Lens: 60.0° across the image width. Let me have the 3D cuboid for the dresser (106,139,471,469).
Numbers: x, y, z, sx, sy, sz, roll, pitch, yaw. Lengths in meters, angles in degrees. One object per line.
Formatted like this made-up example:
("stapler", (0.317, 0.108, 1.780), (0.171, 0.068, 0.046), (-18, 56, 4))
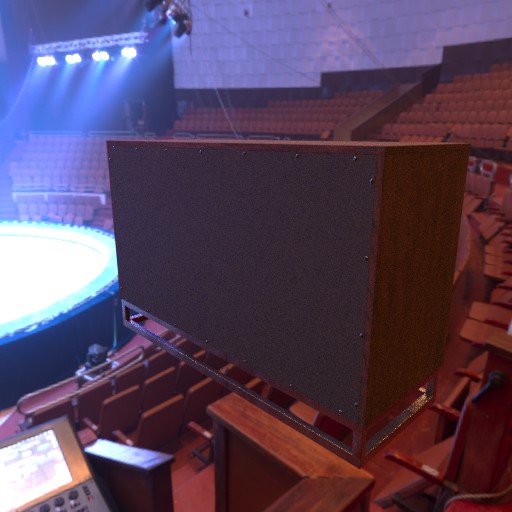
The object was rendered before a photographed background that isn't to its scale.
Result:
("dresser", (0.000, 0.000, 2.119), (0.623, 1.061, 1.646), (-14, 21, -42))
